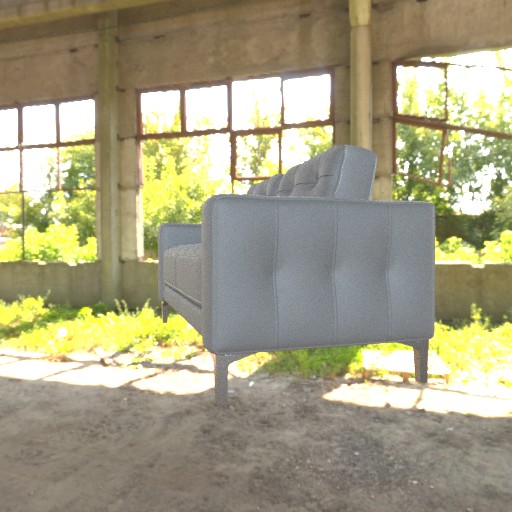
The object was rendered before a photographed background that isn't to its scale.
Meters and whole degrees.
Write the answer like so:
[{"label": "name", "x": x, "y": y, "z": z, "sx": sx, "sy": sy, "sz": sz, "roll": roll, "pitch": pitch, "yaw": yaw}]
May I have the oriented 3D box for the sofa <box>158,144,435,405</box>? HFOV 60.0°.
[{"label": "sofa", "x": 0.000, "y": 0.000, "z": 2.252, "sx": 0.833, "sy": 0.892, "sz": 1.726, "roll": 0, "pitch": 1, "yaw": -18}]
